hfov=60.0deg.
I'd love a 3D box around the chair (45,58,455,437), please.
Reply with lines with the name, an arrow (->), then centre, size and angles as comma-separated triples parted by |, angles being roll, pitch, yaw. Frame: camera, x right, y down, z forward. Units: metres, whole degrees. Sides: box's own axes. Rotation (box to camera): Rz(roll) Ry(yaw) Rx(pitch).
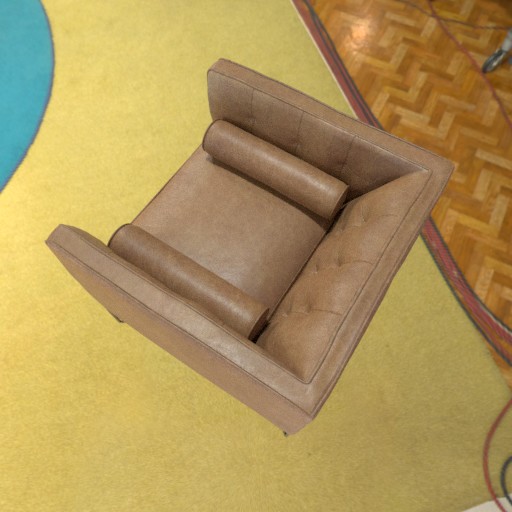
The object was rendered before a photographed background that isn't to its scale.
chair -> 0.000, 0.000, 1.658 | 0.912, 0.797, 0.920 | 30, 68, 13
